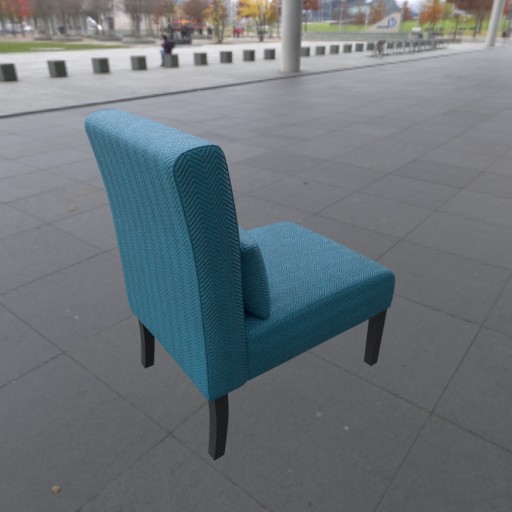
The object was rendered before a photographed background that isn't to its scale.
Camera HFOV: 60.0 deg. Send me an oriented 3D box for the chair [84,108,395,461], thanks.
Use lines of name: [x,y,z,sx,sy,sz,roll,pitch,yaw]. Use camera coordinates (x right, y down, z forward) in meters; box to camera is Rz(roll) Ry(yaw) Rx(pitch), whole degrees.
chair: [0.000,0.000,1.461,0.808,0.927,0.579,-19,33,-32]
